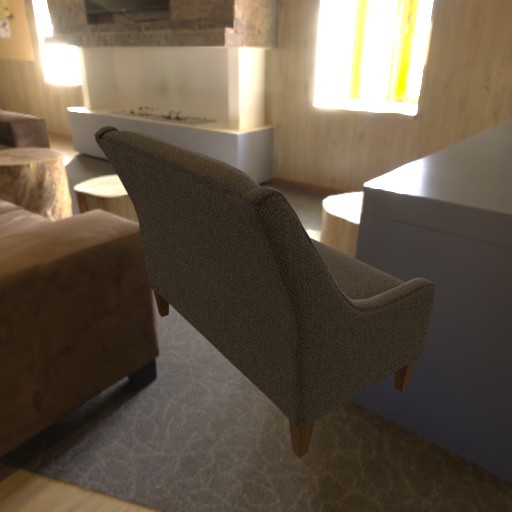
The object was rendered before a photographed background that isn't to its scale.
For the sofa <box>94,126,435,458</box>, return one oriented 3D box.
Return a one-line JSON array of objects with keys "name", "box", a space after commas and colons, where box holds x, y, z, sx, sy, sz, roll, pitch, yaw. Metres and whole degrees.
[{"name": "sofa", "box": [0.000, 0.000, 1.912, 0.873, 1.022, 1.242, -17, 30, -32]}]
